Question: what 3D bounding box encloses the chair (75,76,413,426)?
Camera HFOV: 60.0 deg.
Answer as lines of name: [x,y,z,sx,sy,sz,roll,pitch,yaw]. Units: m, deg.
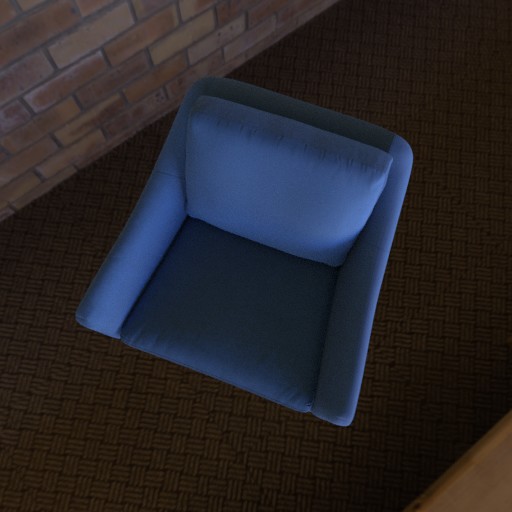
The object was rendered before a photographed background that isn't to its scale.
chair: [0.000,0.000,1.701,0.987,0.899,0.961,20,76,5]
